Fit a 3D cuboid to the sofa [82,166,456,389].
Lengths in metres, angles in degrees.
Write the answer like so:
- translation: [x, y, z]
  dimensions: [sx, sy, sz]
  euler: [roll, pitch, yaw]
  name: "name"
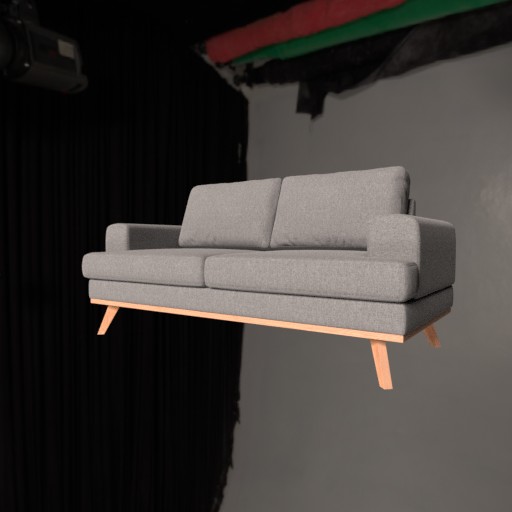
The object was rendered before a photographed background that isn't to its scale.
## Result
- translation: [0.000, 0.000, 2.117]
  dimensions: [1.650, 0.810, 0.785]
  euler: [1, 2, 34]
  name: "sofa"
